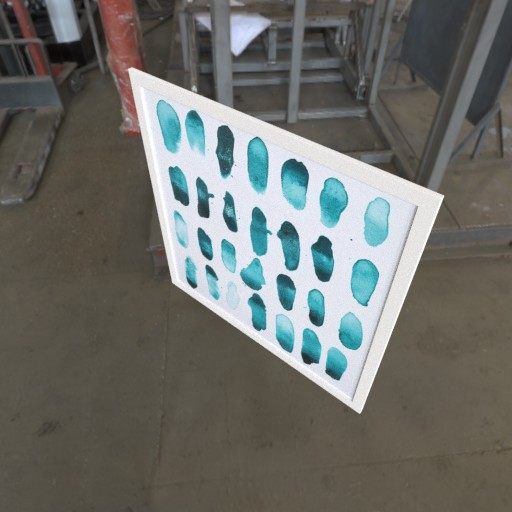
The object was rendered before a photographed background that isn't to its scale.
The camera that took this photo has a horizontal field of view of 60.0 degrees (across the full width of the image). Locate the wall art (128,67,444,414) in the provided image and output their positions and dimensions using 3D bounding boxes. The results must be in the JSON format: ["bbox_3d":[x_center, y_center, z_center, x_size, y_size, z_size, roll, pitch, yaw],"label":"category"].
[{"bbox_3d":[0.000,0.000,0.836,0.558,0.559,0.009,30,53,26],"label":"wall art"}]
